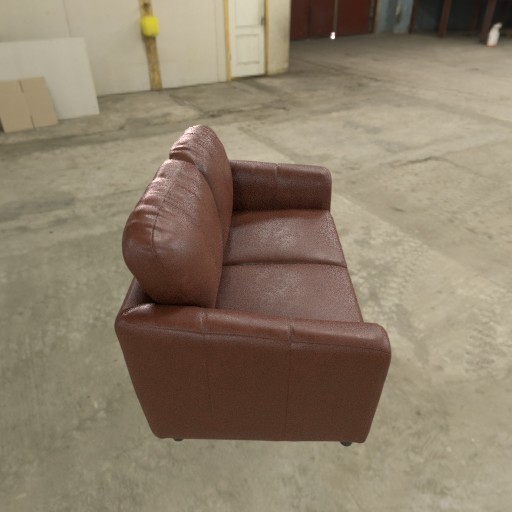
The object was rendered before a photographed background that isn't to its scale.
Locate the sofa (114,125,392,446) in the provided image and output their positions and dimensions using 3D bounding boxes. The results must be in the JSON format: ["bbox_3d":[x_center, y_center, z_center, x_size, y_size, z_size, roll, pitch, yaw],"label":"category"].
[{"bbox_3d":[0.000,0.000,1.897,0.805,0.906,1.406,0,32,0],"label":"sofa"}]
